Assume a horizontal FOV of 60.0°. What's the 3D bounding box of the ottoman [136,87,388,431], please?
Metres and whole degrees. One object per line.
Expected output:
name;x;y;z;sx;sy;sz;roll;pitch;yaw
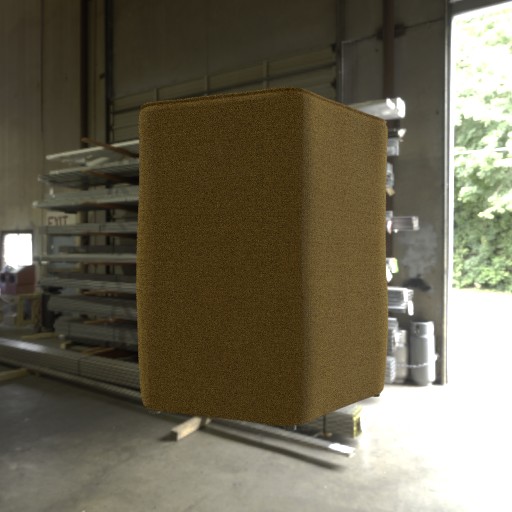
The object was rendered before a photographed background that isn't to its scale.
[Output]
ottoman;0.000;0.000;0.864;0.494;0.502;0.443;0;0;17
